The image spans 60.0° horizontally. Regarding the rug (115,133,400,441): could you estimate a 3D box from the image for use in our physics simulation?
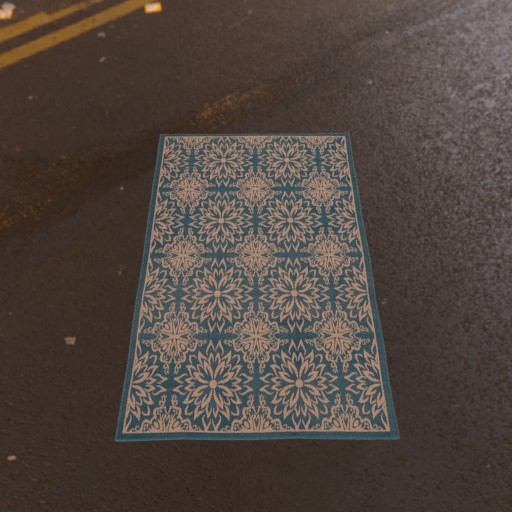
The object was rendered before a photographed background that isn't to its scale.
[{"bbox_3d":[0.000,0.000,2.359,1.211,0.012,1.833,0,59,0],"label":"rug"}]
